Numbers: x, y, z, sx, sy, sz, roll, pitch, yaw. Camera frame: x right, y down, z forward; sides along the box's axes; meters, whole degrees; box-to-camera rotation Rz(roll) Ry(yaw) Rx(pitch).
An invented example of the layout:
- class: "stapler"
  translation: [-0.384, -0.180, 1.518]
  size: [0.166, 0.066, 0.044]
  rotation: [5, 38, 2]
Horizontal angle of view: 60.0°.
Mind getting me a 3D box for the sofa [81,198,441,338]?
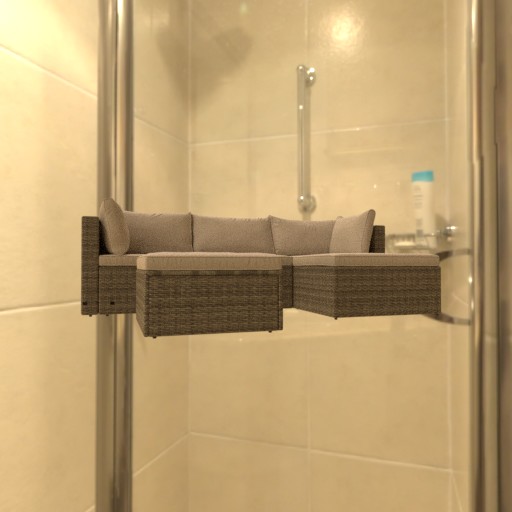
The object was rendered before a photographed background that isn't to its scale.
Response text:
- class: "sofa"
  translation: [0.000, 0.000, 2.961]
  size: [2.192, 0.766, 1.662]
  rotation: [0, -1, -18]
